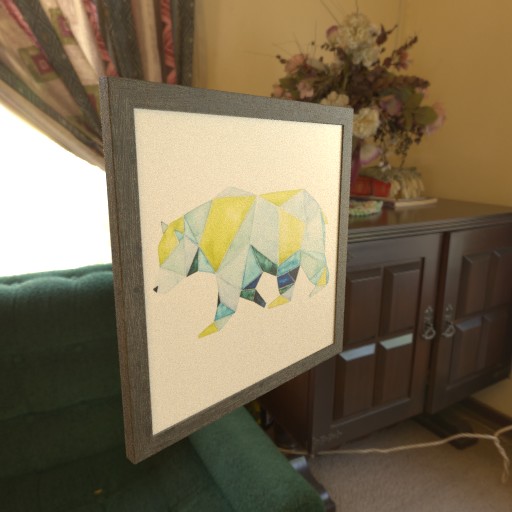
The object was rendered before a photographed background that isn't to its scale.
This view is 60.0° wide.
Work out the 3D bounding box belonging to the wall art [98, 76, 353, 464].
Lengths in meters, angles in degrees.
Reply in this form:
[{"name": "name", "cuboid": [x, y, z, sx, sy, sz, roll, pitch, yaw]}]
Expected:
[{"name": "wall art", "cuboid": [0.000, 0.000, 0.676, 0.027, 0.459, 0.462, 12, 18, 43]}]
